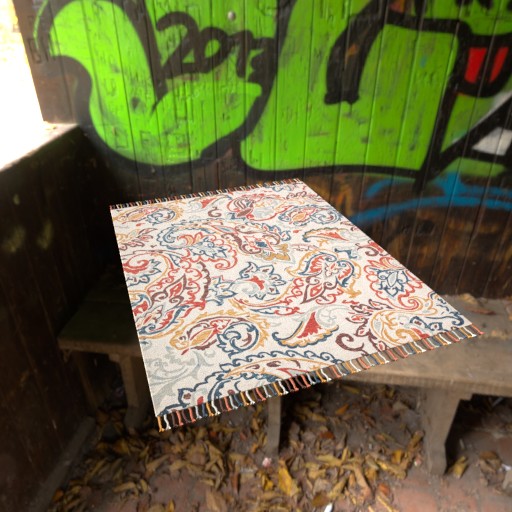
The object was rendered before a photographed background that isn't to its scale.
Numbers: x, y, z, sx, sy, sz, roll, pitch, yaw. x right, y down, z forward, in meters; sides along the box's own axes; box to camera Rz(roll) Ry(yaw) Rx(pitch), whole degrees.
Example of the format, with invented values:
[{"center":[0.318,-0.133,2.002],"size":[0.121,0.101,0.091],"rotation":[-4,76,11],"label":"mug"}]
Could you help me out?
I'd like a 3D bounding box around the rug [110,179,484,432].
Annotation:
[{"center":[0.000,0.000,4.269],"size":[2.439,0.015,3.274],"rotation":[-11,34,-17],"label":"rug"}]
